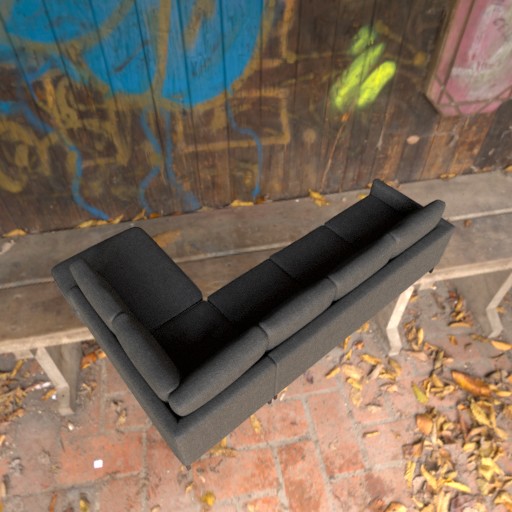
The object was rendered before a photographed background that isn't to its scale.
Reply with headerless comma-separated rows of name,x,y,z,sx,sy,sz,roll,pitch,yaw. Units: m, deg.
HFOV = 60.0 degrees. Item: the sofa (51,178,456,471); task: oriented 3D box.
sofa,0.000,0.000,3.912,2.972,0.858,1.984,-32,55,-25
